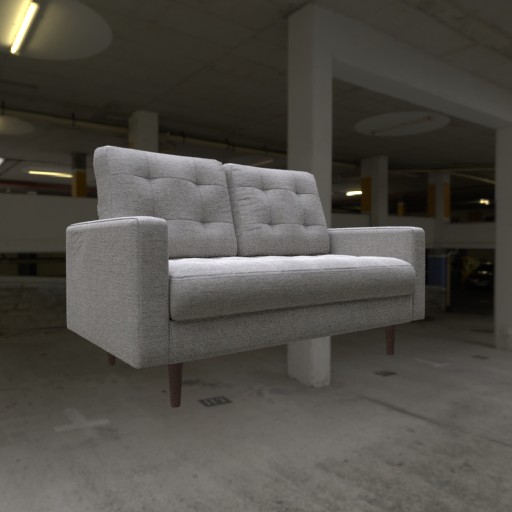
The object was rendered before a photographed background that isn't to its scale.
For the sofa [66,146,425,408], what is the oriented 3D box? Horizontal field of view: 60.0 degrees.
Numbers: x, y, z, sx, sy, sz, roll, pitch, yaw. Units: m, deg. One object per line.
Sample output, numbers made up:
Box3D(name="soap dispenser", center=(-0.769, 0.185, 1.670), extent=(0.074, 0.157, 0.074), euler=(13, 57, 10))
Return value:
Box3D(name="sofa", center=(0.000, 0.000, 1.951), extent=(1.407, 0.907, 0.842), euler=(-1, 2, -37))
